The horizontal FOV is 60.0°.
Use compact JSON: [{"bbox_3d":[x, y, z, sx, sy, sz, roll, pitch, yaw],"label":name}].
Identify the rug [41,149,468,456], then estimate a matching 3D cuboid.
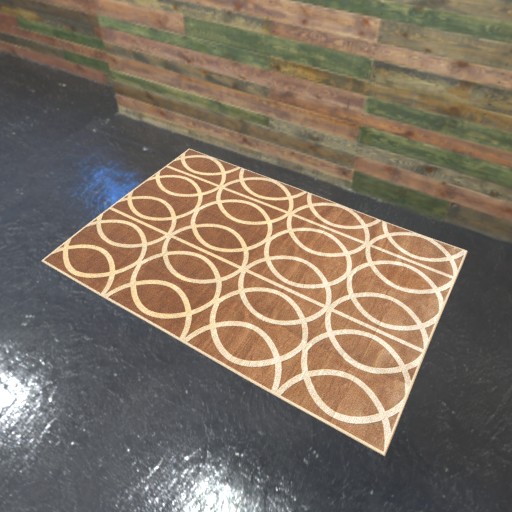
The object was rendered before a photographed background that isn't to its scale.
[{"bbox_3d":[0.000,0.000,2.847,2.294,0.014,1.528,24,51,21],"label":"rug"}]
